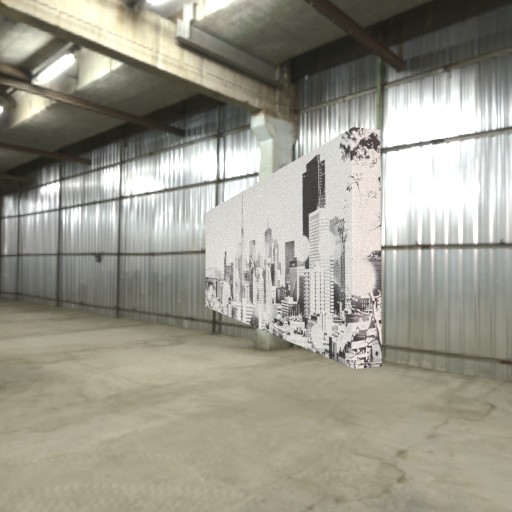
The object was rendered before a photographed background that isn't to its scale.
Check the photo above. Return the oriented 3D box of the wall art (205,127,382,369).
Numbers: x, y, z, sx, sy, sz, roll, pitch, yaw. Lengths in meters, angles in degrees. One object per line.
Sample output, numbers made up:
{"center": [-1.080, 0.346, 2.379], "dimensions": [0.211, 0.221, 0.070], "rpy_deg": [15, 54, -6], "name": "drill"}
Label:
{"center": [0.000, 0.000, 0.838], "dimensions": [0.036, 0.256, 0.766], "rpy_deg": [0, -2, -18], "name": "wall art"}
